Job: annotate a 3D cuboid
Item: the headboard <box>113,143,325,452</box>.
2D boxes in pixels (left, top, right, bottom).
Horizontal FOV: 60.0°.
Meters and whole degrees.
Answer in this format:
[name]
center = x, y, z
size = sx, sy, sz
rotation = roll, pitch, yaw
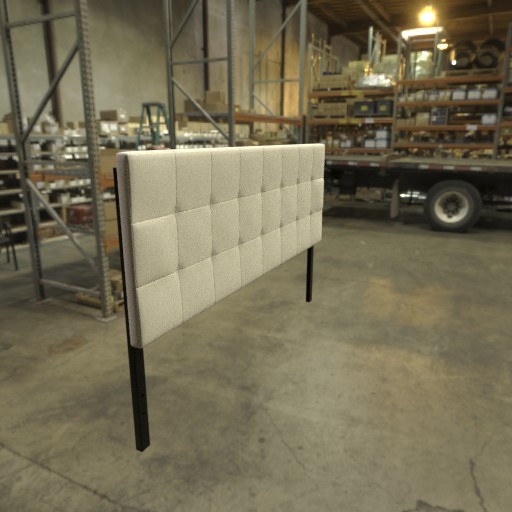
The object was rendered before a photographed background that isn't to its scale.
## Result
[headboard]
center = 0.000, 0.000, 2.930
size = 0.120, 1.410, 2.362
rotation = 8, 17, 26
